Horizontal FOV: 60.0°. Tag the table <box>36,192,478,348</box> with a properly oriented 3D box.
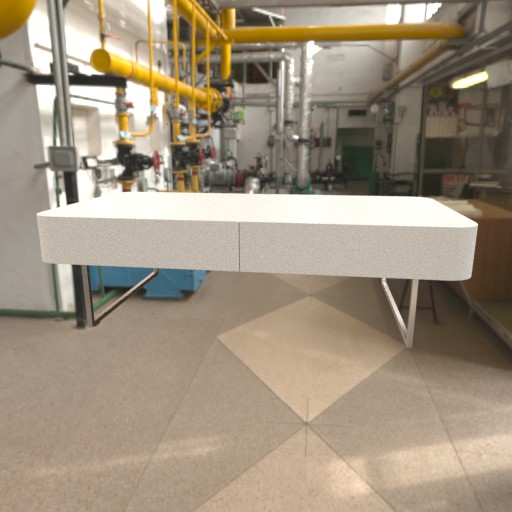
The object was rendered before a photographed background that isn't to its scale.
[{"bbox_3d":[0.000,0.000,1.473,1.200,0.340,0.600,2,15,8],"label":"table"}]
